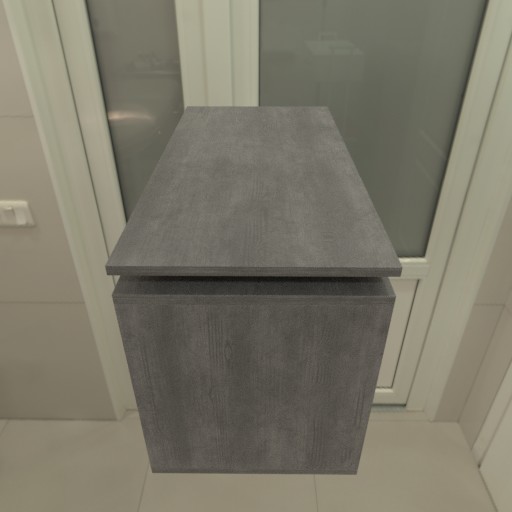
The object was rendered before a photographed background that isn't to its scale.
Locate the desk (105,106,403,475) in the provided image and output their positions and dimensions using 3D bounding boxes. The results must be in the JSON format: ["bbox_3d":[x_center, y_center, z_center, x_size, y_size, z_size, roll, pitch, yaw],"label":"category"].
[{"bbox_3d":[0.000,0.000,1.596,0.600,0.740,1.200,0,33,0],"label":"desk"}]
